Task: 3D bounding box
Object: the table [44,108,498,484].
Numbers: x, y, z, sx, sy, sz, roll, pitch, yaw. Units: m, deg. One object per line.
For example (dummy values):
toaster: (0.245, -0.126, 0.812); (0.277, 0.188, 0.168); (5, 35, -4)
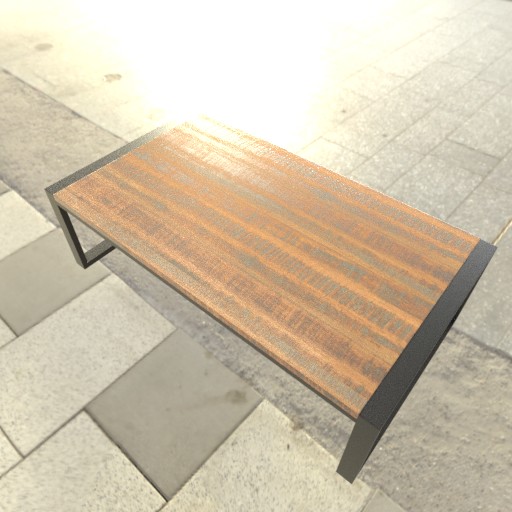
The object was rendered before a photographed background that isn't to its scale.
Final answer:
table: (0.000, 0.000, 1.632); (1.350, 0.400, 0.750); (31, 54, 26)
